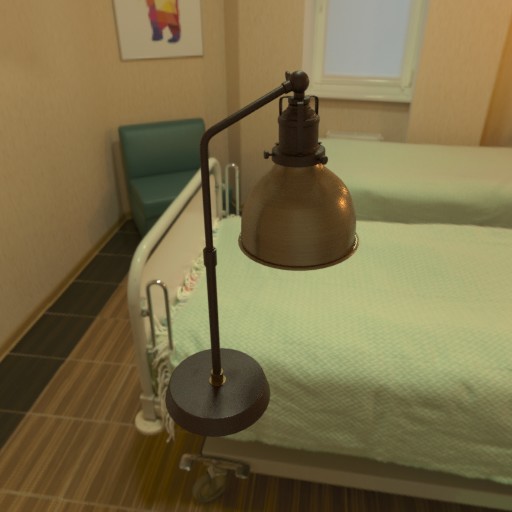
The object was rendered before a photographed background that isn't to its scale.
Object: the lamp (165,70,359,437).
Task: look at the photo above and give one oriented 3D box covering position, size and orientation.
[{"bbox_3d":[0.000,0.000,0.610,0.298,0.469,0.175,-11,32,-18],"label":"lamp"}]
